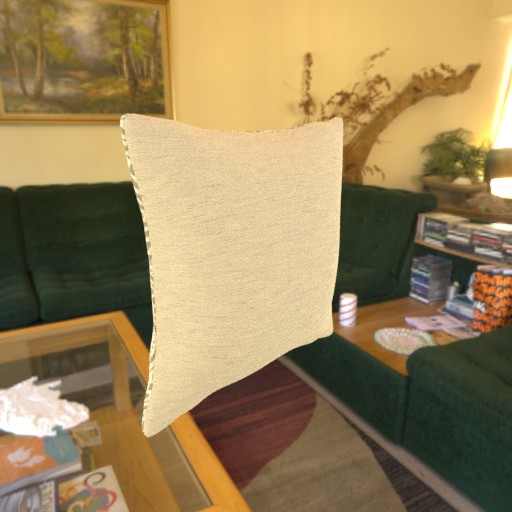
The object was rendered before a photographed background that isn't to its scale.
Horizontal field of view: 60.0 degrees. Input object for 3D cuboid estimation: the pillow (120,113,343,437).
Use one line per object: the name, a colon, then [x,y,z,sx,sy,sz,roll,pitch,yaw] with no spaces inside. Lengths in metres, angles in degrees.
pillow: [0.000,0.000,0.692,0.167,0.421,0.438,15,22,42]
